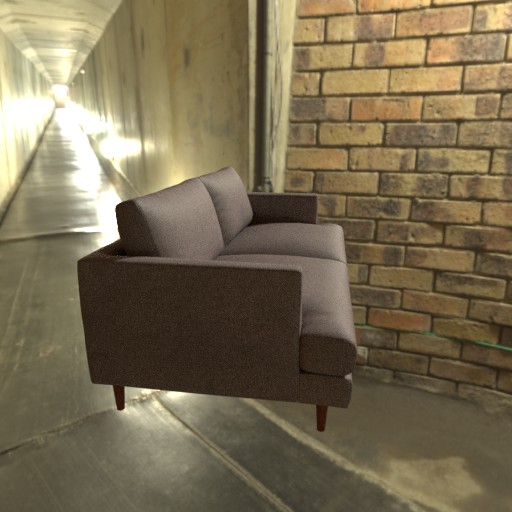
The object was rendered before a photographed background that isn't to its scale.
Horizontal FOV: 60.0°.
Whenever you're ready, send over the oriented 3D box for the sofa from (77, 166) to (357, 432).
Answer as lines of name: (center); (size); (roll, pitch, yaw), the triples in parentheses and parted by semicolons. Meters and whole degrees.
sofa: (0.000, 0.000, 2.496); (1.020, 0.868, 1.948); (3, 16, 9)
